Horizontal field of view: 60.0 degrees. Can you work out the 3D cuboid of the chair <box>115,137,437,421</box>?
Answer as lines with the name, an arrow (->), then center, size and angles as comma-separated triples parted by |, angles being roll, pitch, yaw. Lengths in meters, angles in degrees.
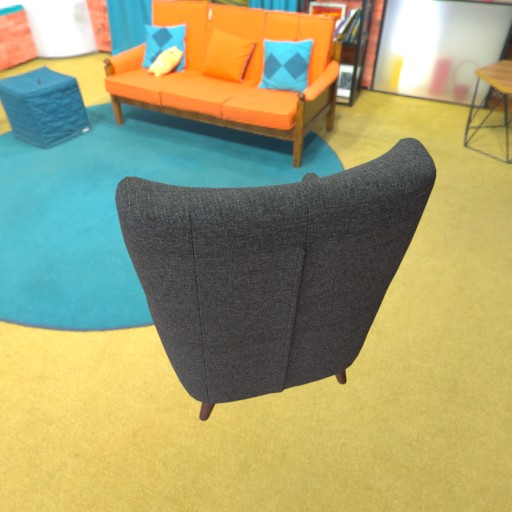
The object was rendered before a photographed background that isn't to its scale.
chair -> 0.000, 0.000, 1.693 | 0.878, 1.063, 0.904 | -11, 41, -12
